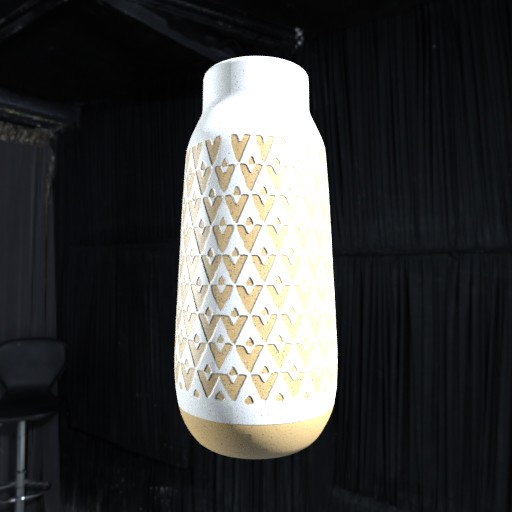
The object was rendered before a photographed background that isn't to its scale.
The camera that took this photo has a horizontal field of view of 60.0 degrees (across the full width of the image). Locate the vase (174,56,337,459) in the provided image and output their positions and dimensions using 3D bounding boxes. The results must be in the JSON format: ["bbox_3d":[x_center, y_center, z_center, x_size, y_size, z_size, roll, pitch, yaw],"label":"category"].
[{"bbox_3d":[0.000,0.000,0.382,0.137,0.307,0.137,0,-1,0],"label":"vase"}]
